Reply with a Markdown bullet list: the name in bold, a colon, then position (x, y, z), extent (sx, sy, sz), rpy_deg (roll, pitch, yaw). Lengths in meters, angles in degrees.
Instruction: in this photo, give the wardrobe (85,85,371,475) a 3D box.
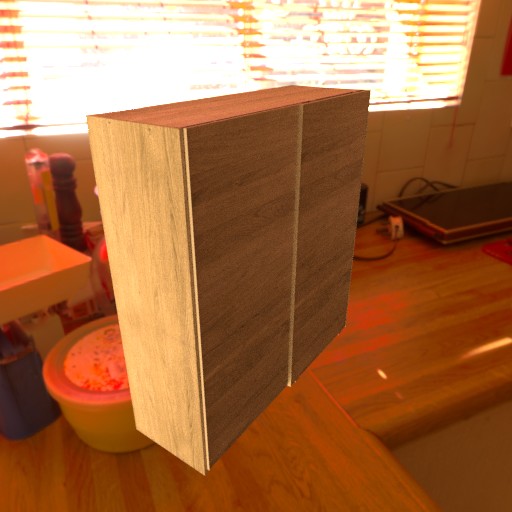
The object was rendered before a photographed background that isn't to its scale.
- **wardrobe**: position (0.000, 0.000, 2.919), extent (0.629, 1.960, 1.780), rpy_deg (17, 31, 31)
